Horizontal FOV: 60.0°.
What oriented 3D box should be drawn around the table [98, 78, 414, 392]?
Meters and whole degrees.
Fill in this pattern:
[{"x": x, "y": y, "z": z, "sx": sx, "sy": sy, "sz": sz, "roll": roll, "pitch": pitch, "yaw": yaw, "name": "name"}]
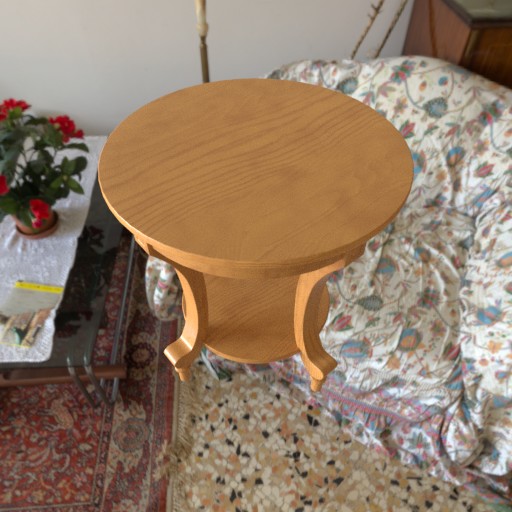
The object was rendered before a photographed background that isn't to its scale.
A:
[{"x": 0.000, "y": 0.000, "z": 1.082, "sx": 0.597, "sy": 0.612, "sz": 0.597, "roll": 0, "pitch": 47, "yaw": 0, "name": "table"}]
